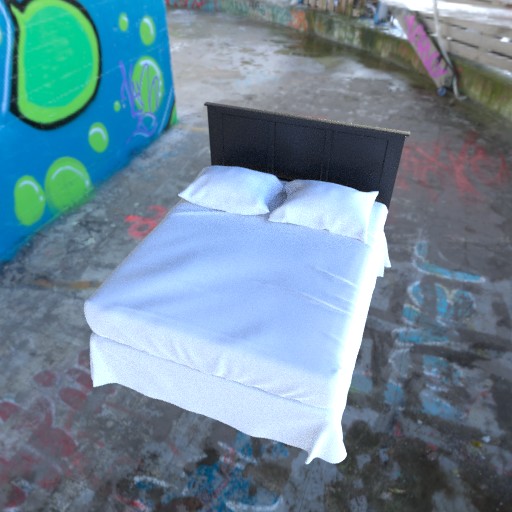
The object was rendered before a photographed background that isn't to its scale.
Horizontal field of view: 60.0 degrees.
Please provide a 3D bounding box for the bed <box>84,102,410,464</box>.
[{"bbox_3d":[0.000,0.000,3.162,1.870,1.270,2.050,14,42,16],"label":"bed"}]
